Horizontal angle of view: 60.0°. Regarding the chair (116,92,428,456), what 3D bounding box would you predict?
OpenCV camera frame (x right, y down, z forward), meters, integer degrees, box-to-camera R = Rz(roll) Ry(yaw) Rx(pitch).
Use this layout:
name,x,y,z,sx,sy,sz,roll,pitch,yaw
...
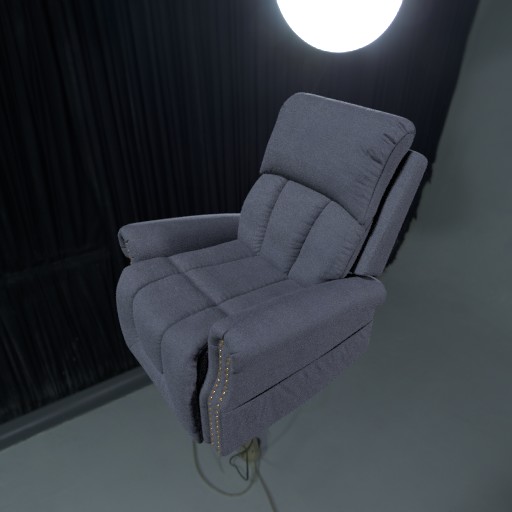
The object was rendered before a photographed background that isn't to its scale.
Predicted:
name,x,y,z,sx,sy,sz,roll,pitch,yaw
chair,0.000,0.000,1.695,0.979,1.031,0.871,-21,37,-30
